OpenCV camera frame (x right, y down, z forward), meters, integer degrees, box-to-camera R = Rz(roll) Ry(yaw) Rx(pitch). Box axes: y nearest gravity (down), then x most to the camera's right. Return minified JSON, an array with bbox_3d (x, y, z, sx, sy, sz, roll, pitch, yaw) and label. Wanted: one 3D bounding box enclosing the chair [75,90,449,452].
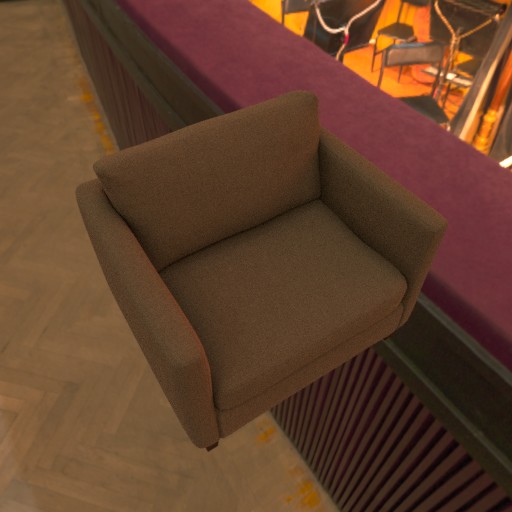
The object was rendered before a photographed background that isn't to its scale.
[{"bbox_3d":[0.000,0.000,1.827,1.107,0.963,0.959,-25,53,-21],"label":"chair"}]
